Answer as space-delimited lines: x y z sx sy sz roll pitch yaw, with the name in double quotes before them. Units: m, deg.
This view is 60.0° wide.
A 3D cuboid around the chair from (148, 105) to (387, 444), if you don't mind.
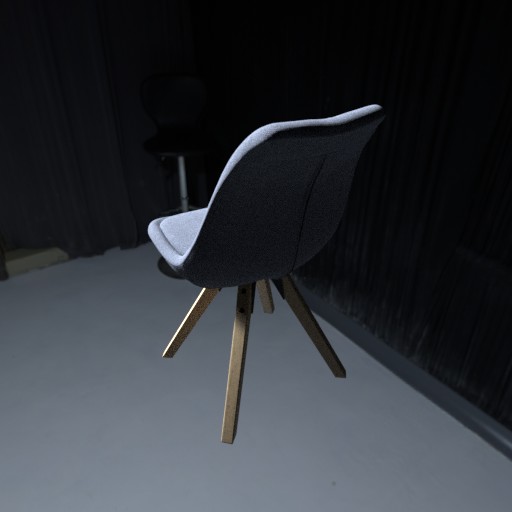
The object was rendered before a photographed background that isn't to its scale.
"chair" 0.000 0.000 1.192 0.485 0.850 0.550 -20 37 -29
